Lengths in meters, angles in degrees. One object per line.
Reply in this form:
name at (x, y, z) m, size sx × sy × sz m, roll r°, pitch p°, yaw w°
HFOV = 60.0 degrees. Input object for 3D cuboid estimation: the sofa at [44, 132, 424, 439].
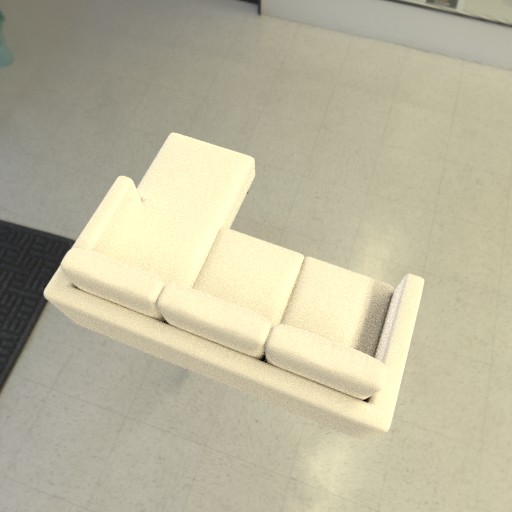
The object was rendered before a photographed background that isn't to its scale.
sofa at (0.000, 0.000, 2.883) m, size 2.029 × 0.899 × 1.580 m, roll 19°, pitch 65°, yaw 9°
